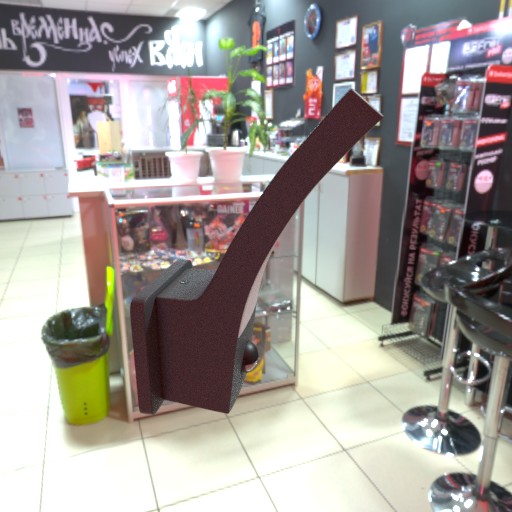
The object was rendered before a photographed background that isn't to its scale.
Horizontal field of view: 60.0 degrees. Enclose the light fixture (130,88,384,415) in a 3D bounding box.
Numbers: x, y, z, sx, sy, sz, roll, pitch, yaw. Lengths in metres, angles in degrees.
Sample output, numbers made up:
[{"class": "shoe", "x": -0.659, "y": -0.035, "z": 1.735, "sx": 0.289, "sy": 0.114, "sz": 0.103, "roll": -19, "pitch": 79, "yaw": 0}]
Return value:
[{"class": "light fixture", "x": 0.000, "y": 0.000, "z": 0.347, "sx": 0.174, "sy": 0.243, "sz": 0.108, "roll": 3, "pitch": 18, "yaw": 11}]
